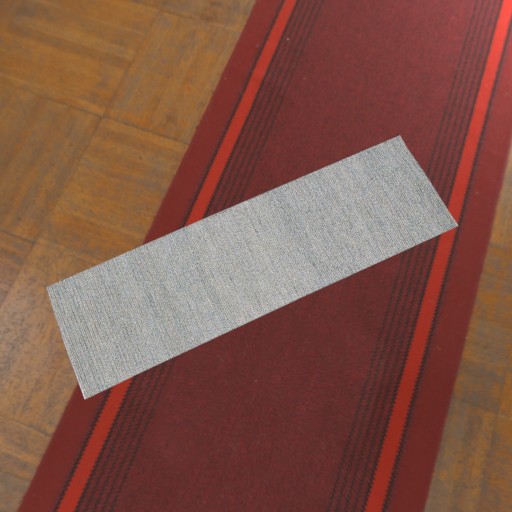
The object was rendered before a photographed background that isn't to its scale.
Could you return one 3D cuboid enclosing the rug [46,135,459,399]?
[{"bbox_3d":[0.000,0.000,2.579,2.341,0.037,0.675,-24,76,-7],"label":"rug"}]
